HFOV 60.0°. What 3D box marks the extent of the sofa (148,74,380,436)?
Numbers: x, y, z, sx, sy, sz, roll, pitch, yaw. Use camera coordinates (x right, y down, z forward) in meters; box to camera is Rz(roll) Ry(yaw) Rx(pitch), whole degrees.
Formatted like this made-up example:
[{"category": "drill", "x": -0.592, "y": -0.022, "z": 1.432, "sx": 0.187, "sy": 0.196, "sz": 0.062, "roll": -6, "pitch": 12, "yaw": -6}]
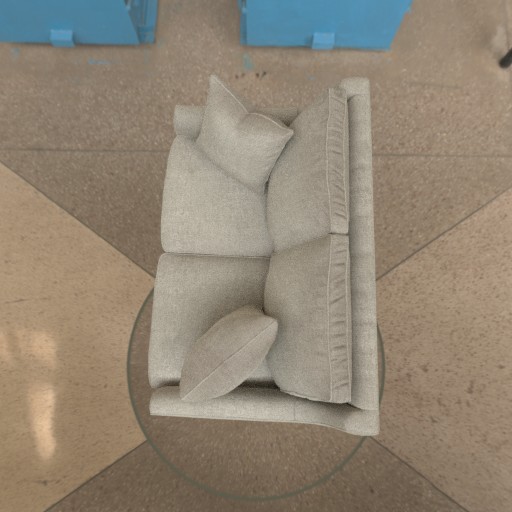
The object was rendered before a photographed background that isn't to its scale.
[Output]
[{"category": "sofa", "x": 0.000, "y": 0.000, "z": 2.026, "sx": 0.915, "sy": 0.863, "sz": 1.422, "roll": 2, "pitch": 77, "yaw": 0}]
